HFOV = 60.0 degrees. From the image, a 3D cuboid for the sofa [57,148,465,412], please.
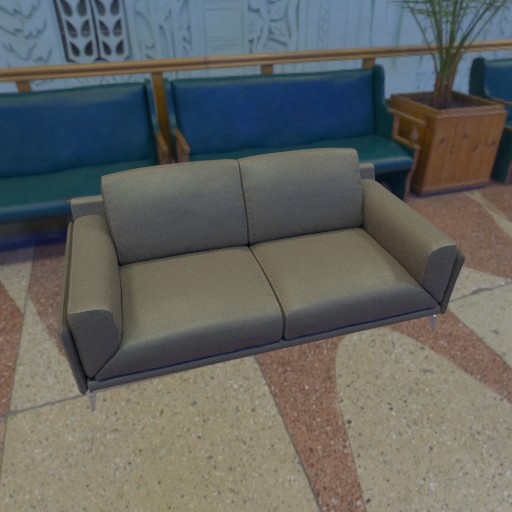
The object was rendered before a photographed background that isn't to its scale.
[{"bbox_3d":[0.000,0.000,2.622,2.101,0.930,1.049,-9,34,-14],"label":"sofa"}]
